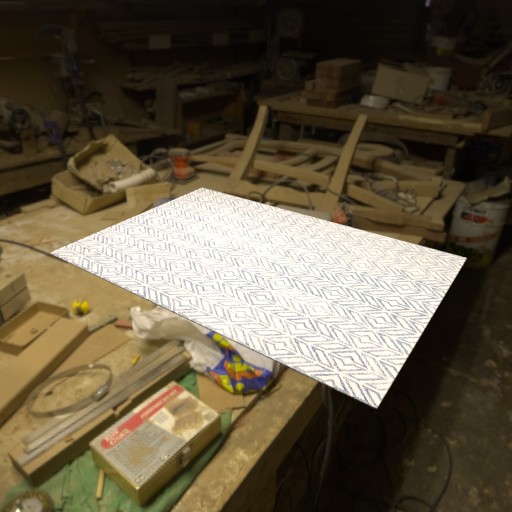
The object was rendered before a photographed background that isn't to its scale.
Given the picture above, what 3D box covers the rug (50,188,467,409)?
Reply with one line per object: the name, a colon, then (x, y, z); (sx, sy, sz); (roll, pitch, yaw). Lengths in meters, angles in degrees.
rug: (0.000, 0.000, 2.331); (1.824, 0.008, 1.220); (19, 34, 30)
